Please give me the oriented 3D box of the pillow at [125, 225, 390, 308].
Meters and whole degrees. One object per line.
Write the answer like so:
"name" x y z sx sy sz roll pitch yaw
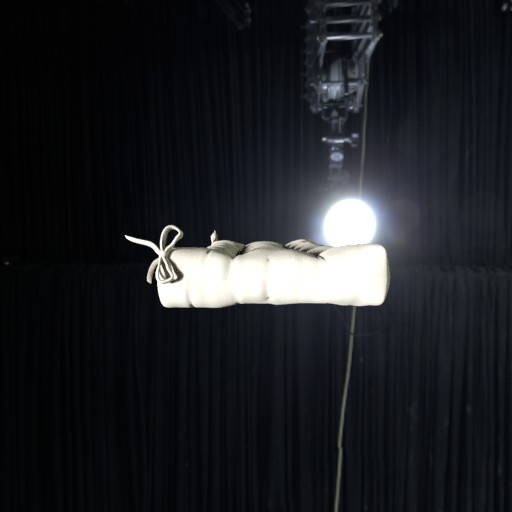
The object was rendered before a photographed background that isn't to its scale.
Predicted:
"pillow" 0.000 0.000 1.387 0.511 0.174 1.194 0 3 0
